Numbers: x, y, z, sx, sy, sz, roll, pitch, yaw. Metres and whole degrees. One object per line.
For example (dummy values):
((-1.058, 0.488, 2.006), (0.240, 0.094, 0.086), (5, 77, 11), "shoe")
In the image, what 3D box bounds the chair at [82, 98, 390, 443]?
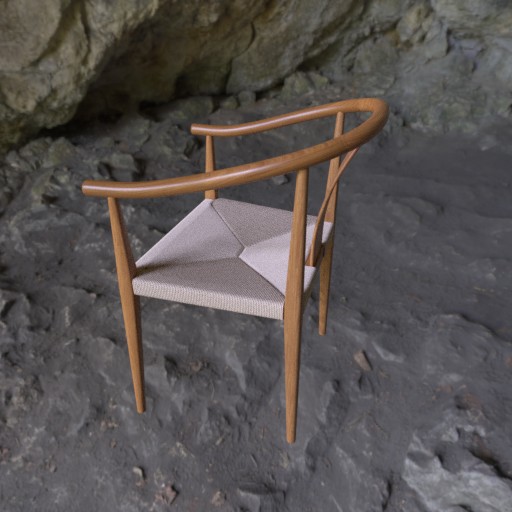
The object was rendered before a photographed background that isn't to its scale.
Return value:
((0.000, 0.000, 1.184), (0.579, 0.800, 0.556), (9, 31, 15), "chair")
